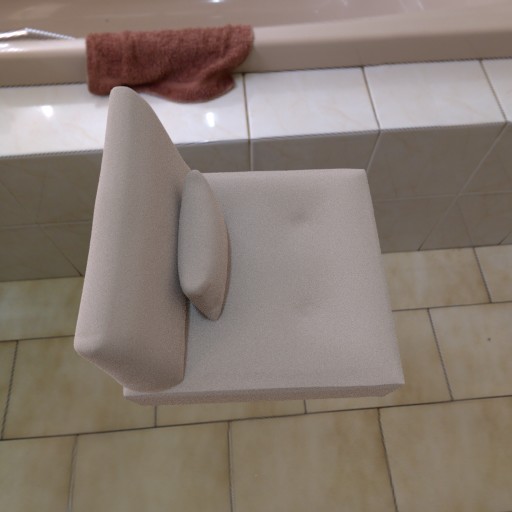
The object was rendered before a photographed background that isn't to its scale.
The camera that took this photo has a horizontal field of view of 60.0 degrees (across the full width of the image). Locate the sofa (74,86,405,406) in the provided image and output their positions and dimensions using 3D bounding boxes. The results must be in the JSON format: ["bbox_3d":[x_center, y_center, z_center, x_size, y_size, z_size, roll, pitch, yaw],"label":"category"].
[{"bbox_3d":[0.000,0.000,1.634,1.000,0.828,0.935,-2,64,-1],"label":"sofa"}]
